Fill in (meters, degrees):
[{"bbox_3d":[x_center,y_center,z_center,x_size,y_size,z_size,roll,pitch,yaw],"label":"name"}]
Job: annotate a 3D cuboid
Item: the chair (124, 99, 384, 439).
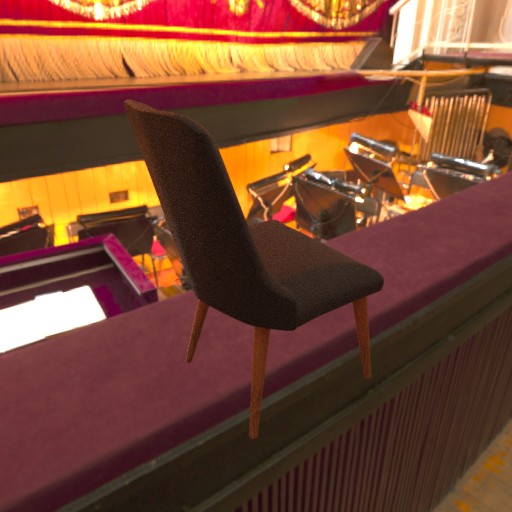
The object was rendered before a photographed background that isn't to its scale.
[{"bbox_3d":[0.000,0.000,1.200,0.567,0.820,0.504,-18,32,-31],"label":"chair"}]
